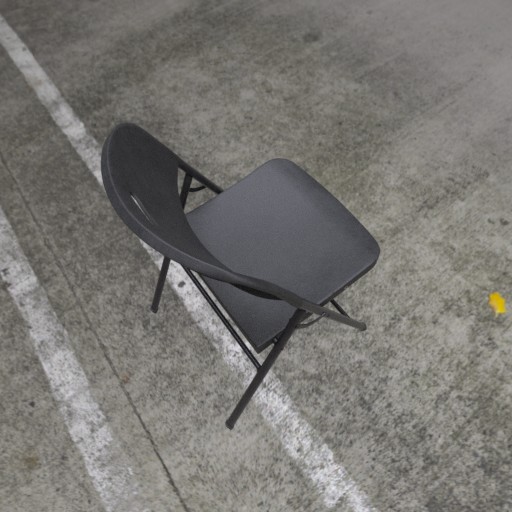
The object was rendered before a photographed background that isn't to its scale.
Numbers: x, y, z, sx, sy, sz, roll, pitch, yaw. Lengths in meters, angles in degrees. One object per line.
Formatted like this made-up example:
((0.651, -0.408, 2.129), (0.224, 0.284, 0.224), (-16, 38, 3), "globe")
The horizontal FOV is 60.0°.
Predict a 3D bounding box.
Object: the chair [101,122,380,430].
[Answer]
((0.000, 0.000, 1.158), (0.566, 0.810, 0.494), (-31, 63, -18), "chair")
